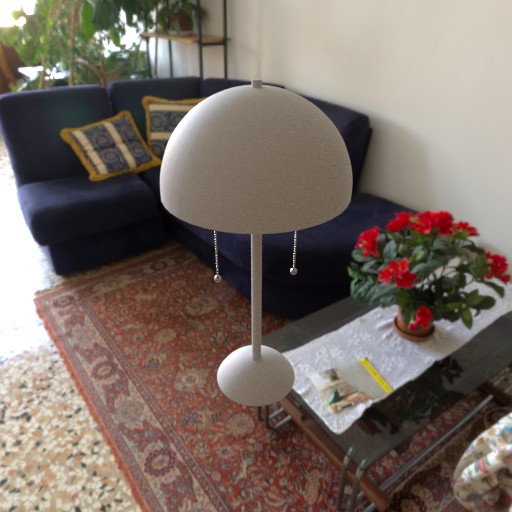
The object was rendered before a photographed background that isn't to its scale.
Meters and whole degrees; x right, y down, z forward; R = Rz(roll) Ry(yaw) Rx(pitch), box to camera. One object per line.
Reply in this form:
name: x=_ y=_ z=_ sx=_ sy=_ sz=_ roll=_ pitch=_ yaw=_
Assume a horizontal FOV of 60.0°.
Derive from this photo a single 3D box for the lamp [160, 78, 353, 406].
lamp: x=0.000 y=0.000 z=0.440 sx=0.171 sy=0.330 sz=0.171 roll=0 pitch=31 yaw=0
